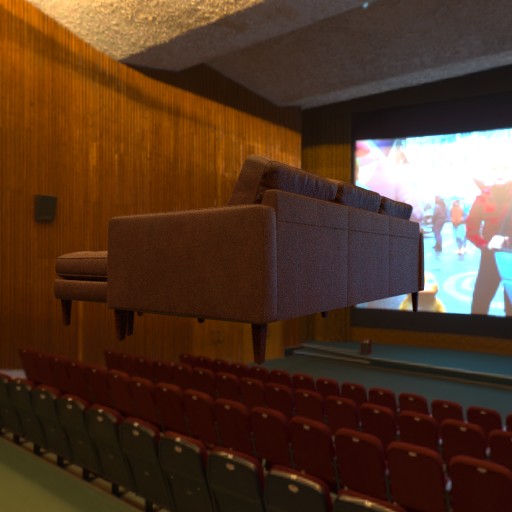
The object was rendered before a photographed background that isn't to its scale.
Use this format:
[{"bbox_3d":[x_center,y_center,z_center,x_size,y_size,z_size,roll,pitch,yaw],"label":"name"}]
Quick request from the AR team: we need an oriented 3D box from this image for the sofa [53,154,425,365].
[{"bbox_3d":[0.000,0.000,2.957,1.613,0.841,2.185,0,0,36],"label":"sofa"}]
